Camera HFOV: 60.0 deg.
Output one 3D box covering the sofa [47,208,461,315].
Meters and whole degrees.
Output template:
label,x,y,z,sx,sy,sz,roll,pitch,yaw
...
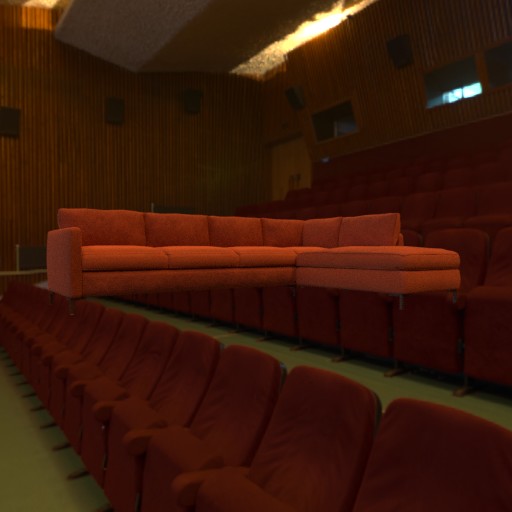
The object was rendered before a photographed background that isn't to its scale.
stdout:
label,x,y,z,sx,sy,sz,roll,pitch,yaw
sofa,0.000,0.000,3.499,2.736,0.757,1.879,0,1,-36
